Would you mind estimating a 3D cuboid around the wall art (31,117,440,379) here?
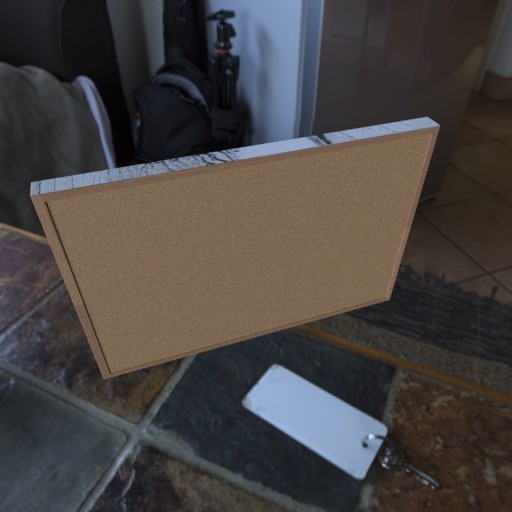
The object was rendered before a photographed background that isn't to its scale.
[{"bbox_3d":[0.000,0.000,0.779,0.613,0.407,0.035,-13,43,-14],"label":"wall art"}]
